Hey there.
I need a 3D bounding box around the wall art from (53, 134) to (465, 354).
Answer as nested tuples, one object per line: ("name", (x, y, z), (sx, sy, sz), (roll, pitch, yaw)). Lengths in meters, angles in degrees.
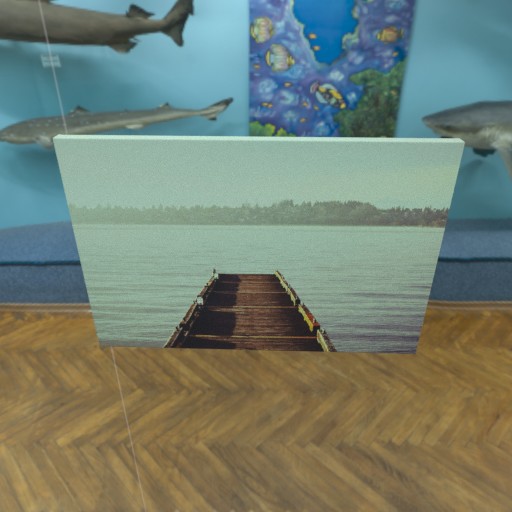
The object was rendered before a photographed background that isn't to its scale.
("wall art", (0.000, 0.000, 1.438), (1.149, 0.765, 0.040), (1, 30, 2))
